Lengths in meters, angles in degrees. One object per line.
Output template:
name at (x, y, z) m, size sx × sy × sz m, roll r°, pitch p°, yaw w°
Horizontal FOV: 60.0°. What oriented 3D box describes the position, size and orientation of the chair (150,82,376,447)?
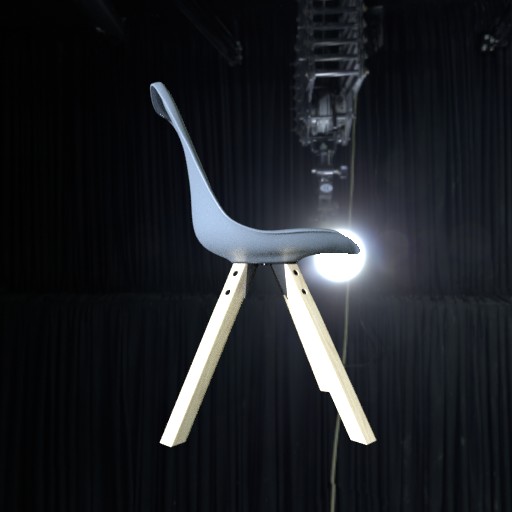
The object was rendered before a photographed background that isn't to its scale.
chair at (0.000, 0.000, 1.208) m, size 0.550 × 0.850 × 0.485 m, roll 0°, pitch -1°, yaw -2°
